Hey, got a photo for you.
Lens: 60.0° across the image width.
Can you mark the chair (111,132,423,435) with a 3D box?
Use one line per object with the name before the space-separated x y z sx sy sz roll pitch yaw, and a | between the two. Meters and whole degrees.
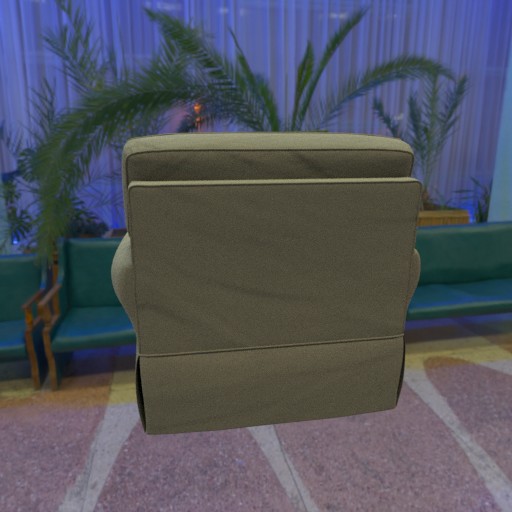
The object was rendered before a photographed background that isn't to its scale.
chair | 0.000 0.000 1.904 1.135 1.017 0.988 -2 15 -9
